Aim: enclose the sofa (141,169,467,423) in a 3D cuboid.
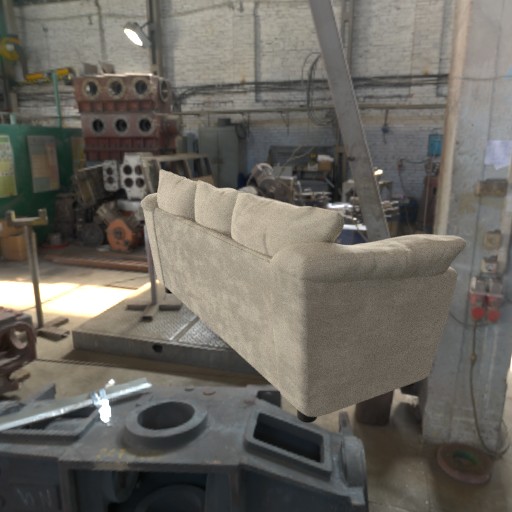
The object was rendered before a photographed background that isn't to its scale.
[{"bbox_3d":[0.000,0.000,2.807,0.893,0.981,2.377,-8,17,-28],"label":"sofa"}]
